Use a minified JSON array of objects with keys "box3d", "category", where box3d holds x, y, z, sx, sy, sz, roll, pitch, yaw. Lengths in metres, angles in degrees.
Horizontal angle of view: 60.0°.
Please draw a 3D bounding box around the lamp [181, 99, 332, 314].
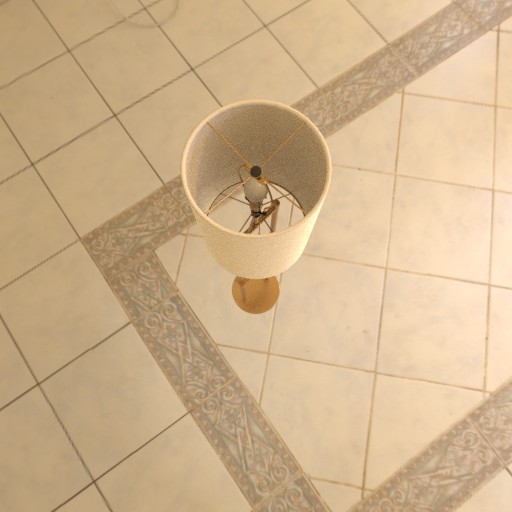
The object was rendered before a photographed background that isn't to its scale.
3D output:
[{"box3d":[0.000,0.000,1.622,0.305,1.500,0.306,44,80,10],"category":"lamp"}]
